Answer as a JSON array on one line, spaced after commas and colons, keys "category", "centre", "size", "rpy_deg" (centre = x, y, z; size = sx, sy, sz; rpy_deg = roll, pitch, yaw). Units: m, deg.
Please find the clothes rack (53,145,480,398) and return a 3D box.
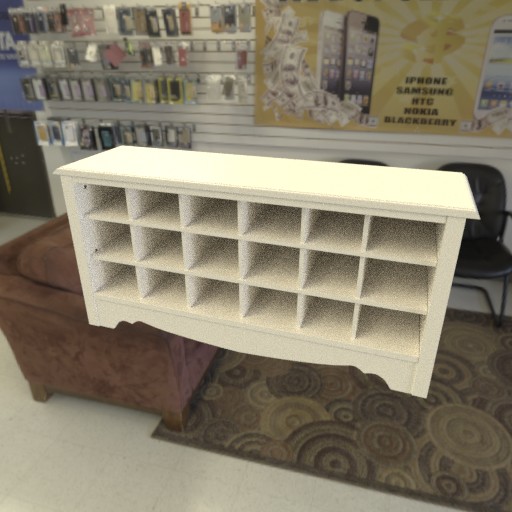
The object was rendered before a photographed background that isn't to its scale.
[{"category": "clothes rack", "centre": [0.000, 0.000, 1.355], "size": [1.120, 0.531, 0.324], "rpy_deg": [8, 27, 17]}]
